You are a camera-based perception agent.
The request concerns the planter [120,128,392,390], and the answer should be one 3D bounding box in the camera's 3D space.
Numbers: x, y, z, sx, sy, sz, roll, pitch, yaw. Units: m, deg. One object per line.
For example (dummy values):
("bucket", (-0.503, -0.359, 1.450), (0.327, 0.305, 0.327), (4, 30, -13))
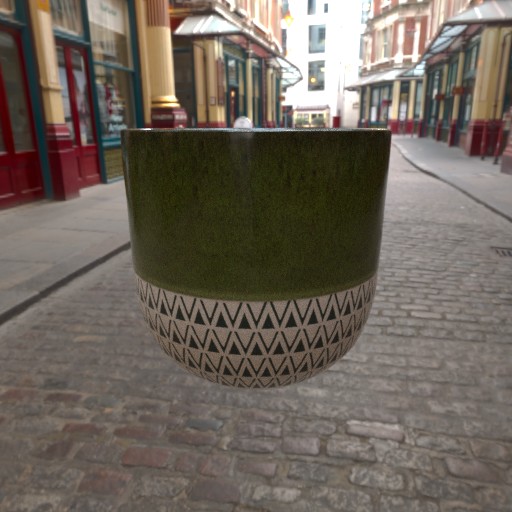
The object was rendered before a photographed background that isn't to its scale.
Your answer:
("planter", (0.000, 0.000, 0.489), (0.266, 0.270, 0.266), (0, 16, 0))
